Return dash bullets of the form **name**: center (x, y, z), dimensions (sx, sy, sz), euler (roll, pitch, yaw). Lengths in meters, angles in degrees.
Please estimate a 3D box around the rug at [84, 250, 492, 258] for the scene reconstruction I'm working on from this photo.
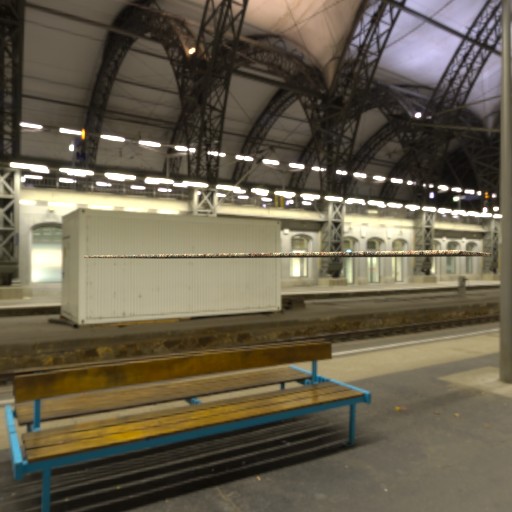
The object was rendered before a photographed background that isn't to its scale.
- **rug**: center (0.000, 0.000, 2.510), dimensions (2.292, 0.015, 0.688), euler (-1, -1, 36)
